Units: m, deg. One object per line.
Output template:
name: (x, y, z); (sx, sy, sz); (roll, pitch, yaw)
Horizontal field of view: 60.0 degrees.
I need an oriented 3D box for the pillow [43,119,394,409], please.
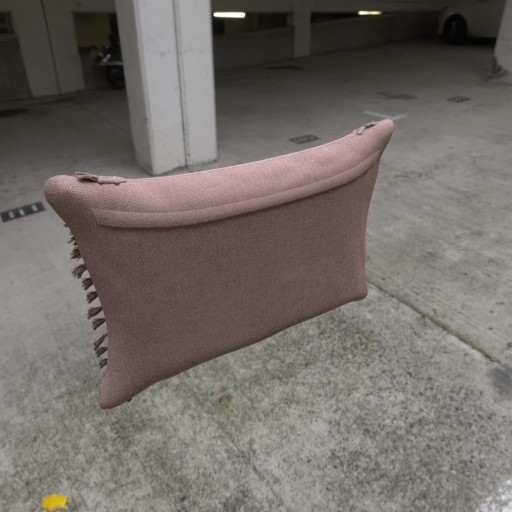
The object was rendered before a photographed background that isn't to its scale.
pillow: (0.000, 0.000, 0.585); (0.466, 0.305, 0.084); (-18, 34, -29)
